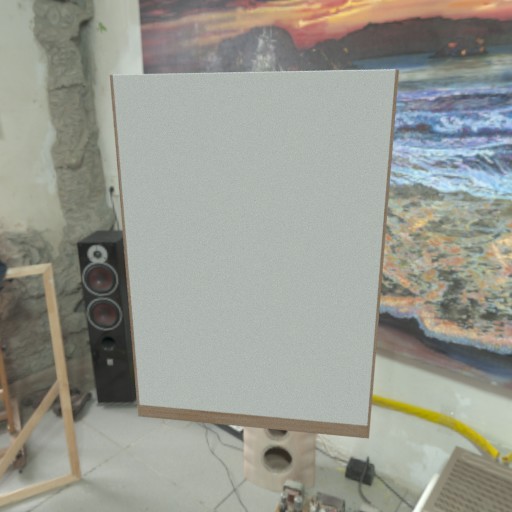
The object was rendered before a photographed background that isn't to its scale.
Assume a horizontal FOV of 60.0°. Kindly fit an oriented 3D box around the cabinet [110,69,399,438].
[{"bbox_3d":[0.000,0.000,2.837,1.500,2.120,0.590,2,16,8],"label":"cabinet"}]
